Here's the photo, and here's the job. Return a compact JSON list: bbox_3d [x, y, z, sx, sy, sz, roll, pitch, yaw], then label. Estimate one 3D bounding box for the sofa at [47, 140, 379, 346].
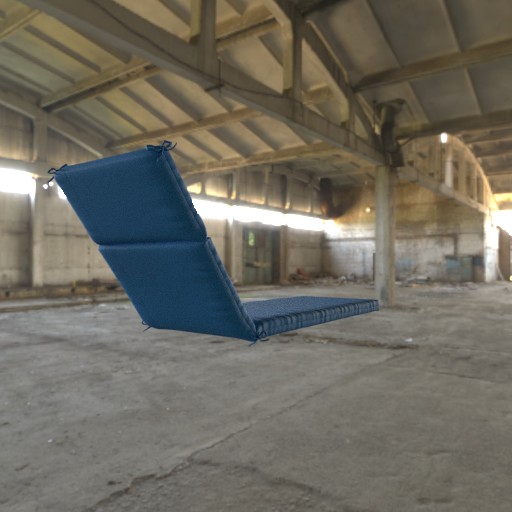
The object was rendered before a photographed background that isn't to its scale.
[{"bbox_3d":[0.000,0.000,1.981,0.582,0.622,1.663,-1,-1,36],"label":"sofa"}]
